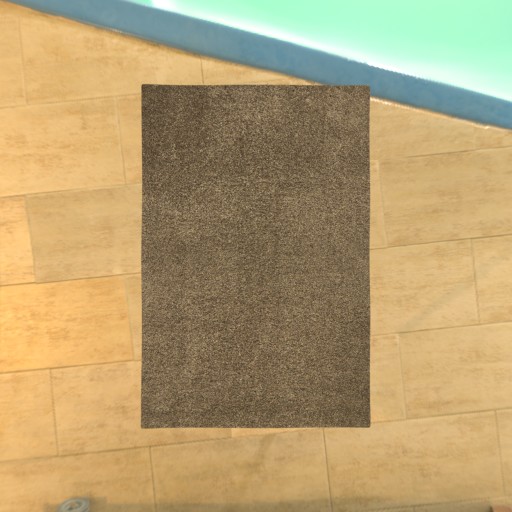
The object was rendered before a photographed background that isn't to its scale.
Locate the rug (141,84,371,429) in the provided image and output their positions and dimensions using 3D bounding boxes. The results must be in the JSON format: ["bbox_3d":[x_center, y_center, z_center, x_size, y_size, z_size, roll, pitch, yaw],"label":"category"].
[{"bbox_3d":[0.000,0.000,3.490,1.802,0.026,2.699,0,90,-1],"label":"rug"}]
